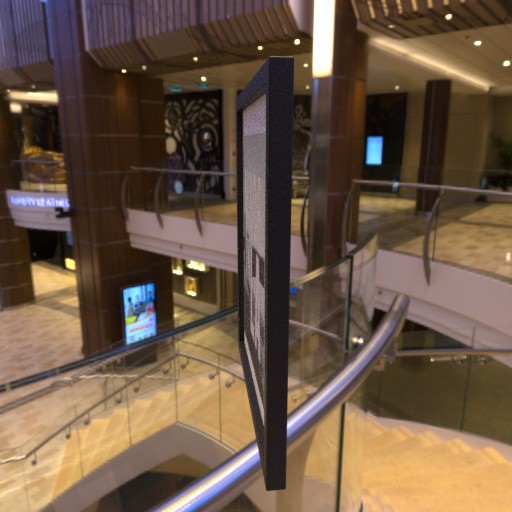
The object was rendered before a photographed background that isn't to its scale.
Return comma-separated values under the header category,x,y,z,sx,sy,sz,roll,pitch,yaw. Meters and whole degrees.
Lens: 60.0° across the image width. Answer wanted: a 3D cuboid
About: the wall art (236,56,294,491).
category,x,y,z,sx,sy,sz,roll,pitch,yaw
wall art,0.000,0.000,0.768,0.028,0.559,0.457,-2,14,-7
